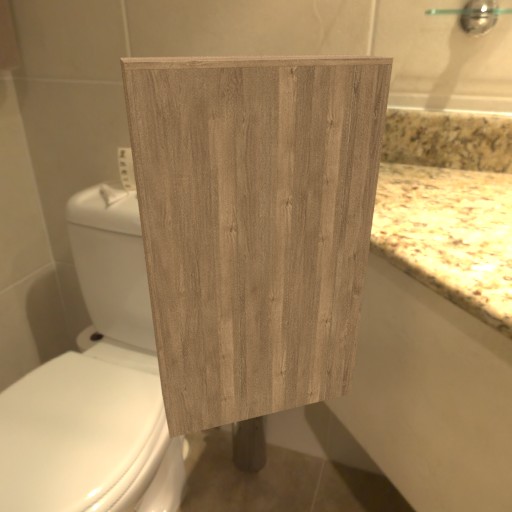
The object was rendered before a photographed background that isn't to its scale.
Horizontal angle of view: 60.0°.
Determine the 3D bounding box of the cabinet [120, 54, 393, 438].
[{"bbox_3d":[0.000,0.000,1.565,0.750,1.280,0.250,-8,28,-16],"label":"cabinet"}]
